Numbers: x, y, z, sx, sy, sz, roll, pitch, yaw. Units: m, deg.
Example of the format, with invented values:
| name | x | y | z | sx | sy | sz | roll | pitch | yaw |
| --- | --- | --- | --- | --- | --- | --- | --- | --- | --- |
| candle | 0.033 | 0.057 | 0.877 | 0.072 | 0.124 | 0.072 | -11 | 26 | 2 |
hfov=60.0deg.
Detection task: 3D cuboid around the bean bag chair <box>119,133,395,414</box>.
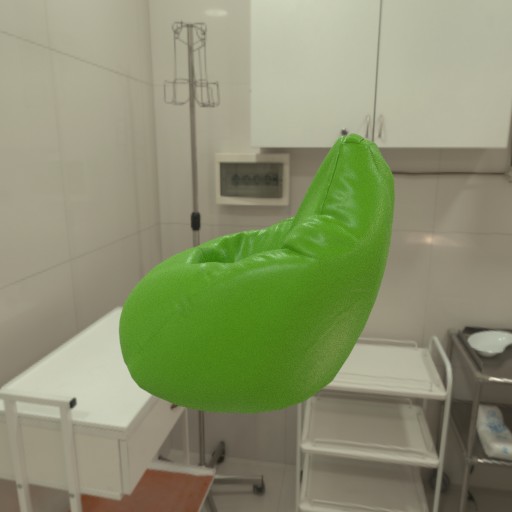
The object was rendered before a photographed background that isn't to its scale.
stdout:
| name | x | y | z | sx | sy | sz | roll | pitch | yaw |
| --- | --- | --- | --- | --- | --- | --- | --- | --- | --- |
| bean bag chair | 0.000 | 0.000 | 1.861 | 1.070 | 0.990 | 1.070 | 2 | 14 | 10 |
